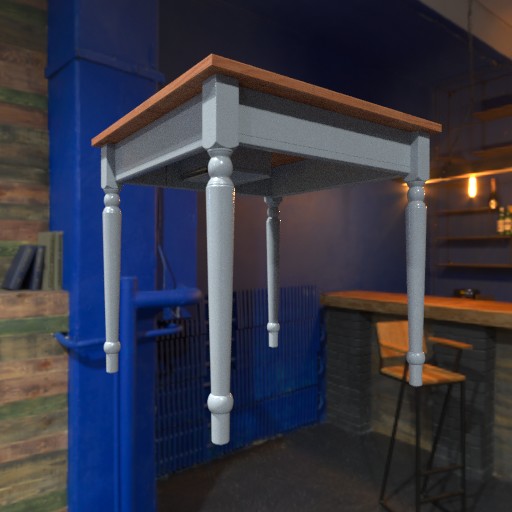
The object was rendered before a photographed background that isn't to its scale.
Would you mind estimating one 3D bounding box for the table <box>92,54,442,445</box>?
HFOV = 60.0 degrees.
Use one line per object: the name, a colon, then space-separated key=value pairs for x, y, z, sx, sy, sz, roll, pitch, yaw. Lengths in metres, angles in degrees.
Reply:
table: x=0.000 y=0.000 z=1.327 sx=0.747 sy=0.738 sz=0.747 roll=0 pitch=0 yaw=-36
